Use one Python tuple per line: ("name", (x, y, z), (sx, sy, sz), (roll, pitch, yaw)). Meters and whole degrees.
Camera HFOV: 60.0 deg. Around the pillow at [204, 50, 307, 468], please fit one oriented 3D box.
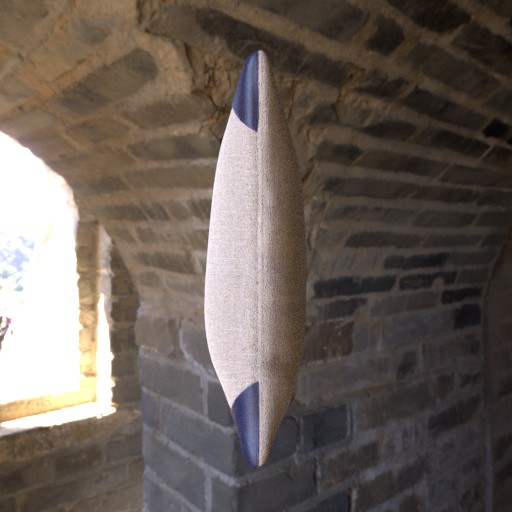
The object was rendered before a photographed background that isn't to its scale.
("pillow", (0.000, 0.000, 0.677), (0.147, 0.441, 0.440), (0, 1, 0))
